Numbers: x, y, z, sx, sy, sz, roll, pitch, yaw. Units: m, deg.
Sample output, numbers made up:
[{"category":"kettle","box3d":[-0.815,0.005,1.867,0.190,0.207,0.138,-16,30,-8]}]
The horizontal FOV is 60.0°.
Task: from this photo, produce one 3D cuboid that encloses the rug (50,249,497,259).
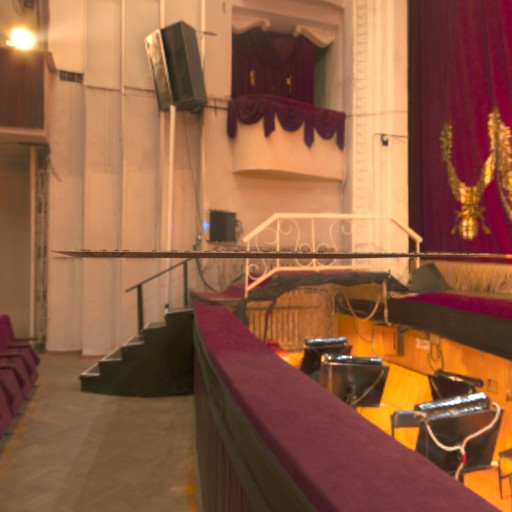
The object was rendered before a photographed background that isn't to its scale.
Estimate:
[{"category":"rug","box3d":[0.000,0.000,1.986,1.556,0.006,1.146,0,-1,-19]}]
